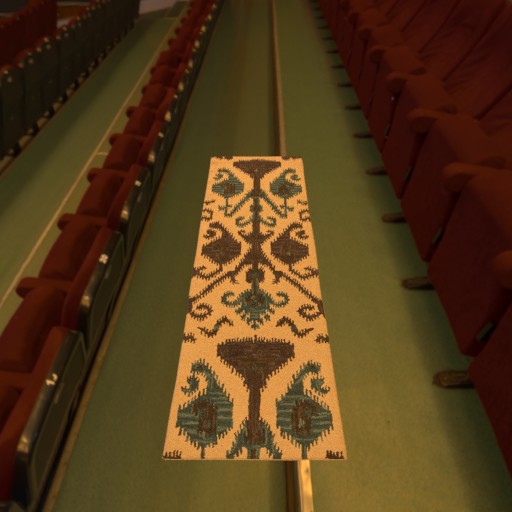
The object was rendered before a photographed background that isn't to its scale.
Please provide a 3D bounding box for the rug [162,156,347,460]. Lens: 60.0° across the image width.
[{"bbox_3d":[0.000,0.000,2.511,0.692,0.017,2.301,0,41,0],"label":"rug"}]
